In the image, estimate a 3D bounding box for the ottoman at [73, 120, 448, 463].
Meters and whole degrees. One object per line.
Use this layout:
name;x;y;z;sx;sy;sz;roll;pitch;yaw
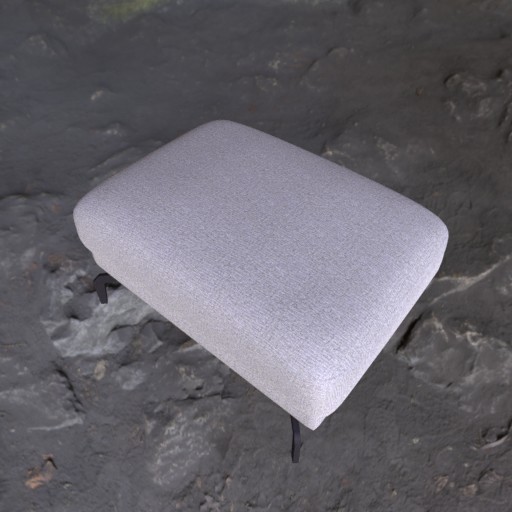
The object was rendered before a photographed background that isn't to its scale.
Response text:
ottoman;0.000;0.000;1.129;0.772;0.420;0.568;31;54;26
